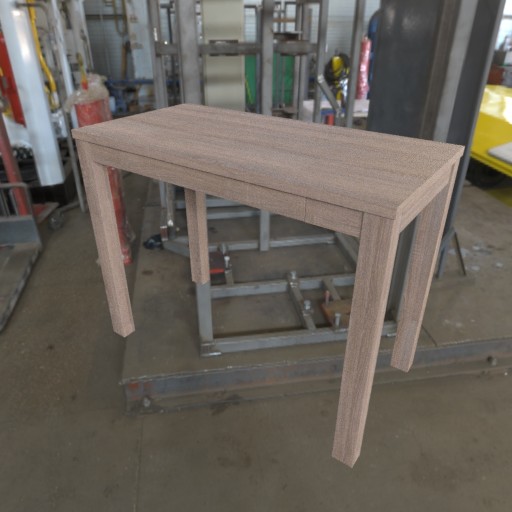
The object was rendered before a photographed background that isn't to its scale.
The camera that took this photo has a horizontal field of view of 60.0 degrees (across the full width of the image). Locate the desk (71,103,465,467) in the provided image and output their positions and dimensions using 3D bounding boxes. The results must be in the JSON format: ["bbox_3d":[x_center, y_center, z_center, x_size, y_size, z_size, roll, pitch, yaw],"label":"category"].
[{"bbox_3d":[0.000,0.000,1.424,0.991,0.762,0.495,20,35,30],"label":"desk"}]
